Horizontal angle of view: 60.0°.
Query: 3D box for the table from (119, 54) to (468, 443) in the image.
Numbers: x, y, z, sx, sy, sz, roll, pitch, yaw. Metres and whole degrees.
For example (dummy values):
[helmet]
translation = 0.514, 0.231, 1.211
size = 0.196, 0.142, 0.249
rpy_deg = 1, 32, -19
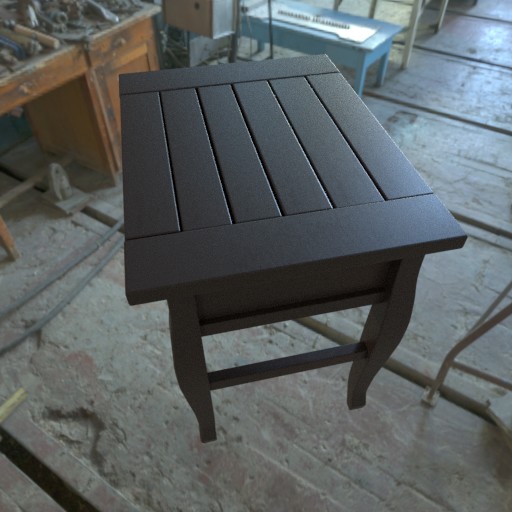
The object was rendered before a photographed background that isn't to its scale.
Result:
[table]
translation = 0.000, 0.000, 0.989
size = 0.460, 0.605, 0.602
rpy_deg = -9, 48, -9
